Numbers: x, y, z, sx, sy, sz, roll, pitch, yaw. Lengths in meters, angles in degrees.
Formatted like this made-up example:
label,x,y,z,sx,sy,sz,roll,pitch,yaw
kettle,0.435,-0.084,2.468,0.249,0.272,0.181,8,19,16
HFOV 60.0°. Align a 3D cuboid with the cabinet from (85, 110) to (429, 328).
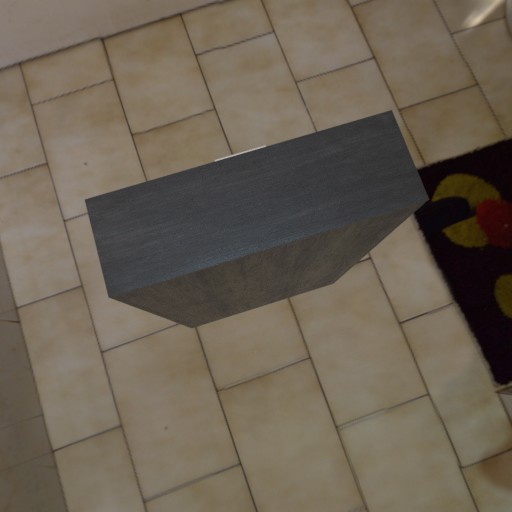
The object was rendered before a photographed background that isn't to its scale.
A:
label,x,y,z,sx,sy,sz,roll,pitch,yaw
cabinet,0.000,0.000,1.637,0.750,1.280,0.250,-17,78,-4
